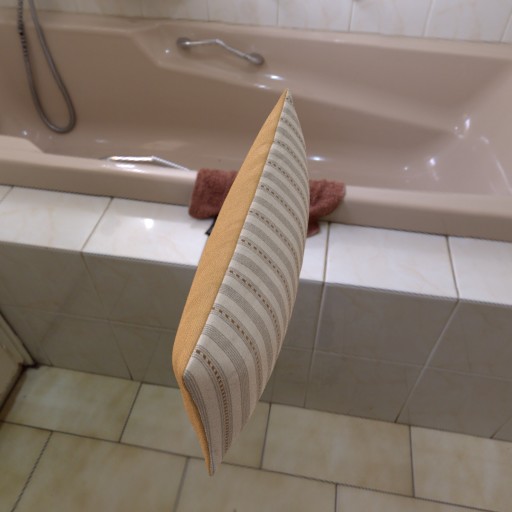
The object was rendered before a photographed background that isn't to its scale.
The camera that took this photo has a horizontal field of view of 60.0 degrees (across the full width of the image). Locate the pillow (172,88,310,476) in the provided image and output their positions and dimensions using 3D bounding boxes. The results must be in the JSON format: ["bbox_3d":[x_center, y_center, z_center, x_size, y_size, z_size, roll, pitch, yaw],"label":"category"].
[{"bbox_3d":[0.000,0.000,0.729,0.151,0.291,0.608,9,47,8],"label":"pillow"}]
